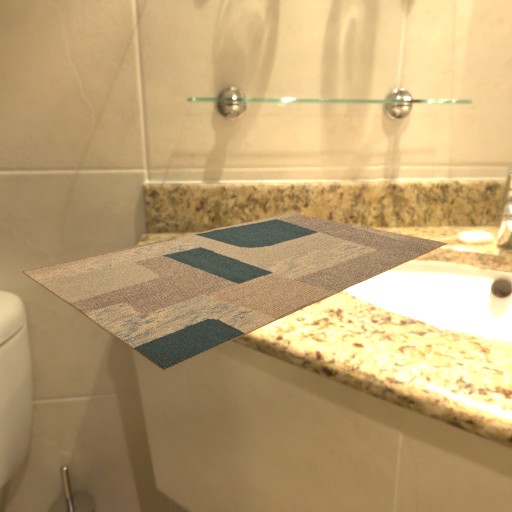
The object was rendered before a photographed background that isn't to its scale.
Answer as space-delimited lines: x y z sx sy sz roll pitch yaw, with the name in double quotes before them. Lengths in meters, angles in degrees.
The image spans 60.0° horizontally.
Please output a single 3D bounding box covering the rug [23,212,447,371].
"rug" 0.000 0.000 2.948 2.436 0.015 1.521 -16 24 -42
